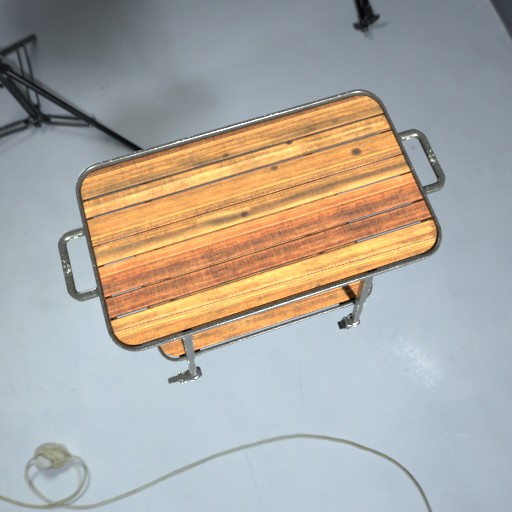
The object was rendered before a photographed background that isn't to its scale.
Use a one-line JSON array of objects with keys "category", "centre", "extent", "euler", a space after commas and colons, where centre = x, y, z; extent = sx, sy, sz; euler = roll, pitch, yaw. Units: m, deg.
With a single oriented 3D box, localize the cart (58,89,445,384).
[{"category": "cart", "centre": [0.000, 0.000, 1.244], "extent": [0.806, 0.700, 0.515], "euler": [-17, 75, -5]}]
